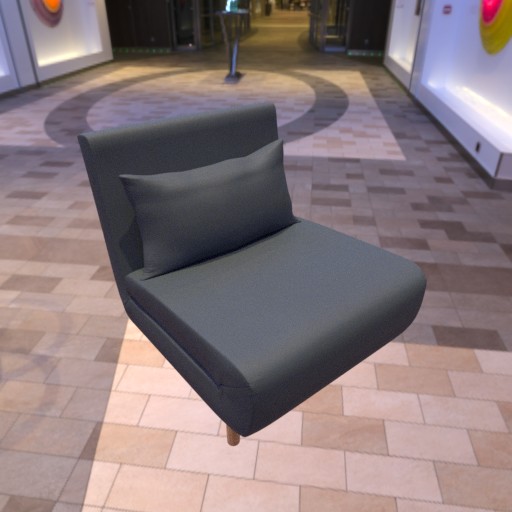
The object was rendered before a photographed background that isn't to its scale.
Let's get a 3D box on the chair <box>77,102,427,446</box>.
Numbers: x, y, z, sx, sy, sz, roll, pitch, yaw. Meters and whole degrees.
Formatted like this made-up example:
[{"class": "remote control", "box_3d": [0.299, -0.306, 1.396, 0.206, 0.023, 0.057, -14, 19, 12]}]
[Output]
[{"class": "chair", "box_3d": [0.000, 0.000, 1.502, 0.770, 0.808, 0.900, -22, 37, -33]}]
